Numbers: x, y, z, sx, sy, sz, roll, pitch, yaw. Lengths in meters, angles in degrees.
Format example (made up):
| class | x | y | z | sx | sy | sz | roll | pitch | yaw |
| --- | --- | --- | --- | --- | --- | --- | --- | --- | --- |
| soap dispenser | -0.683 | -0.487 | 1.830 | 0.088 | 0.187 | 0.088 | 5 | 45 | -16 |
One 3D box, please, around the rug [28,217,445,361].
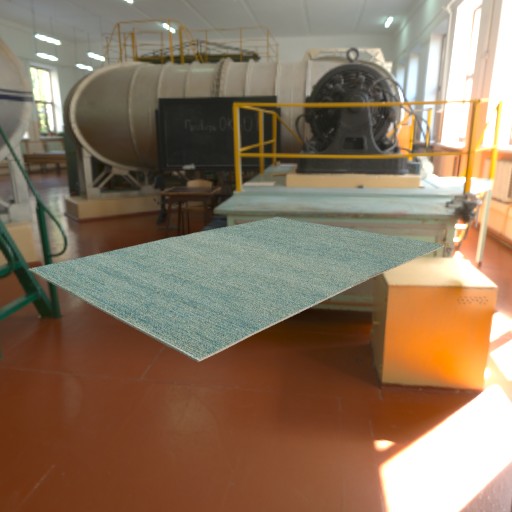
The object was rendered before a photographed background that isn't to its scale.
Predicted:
| class | x | y | z | sx | sy | sz | roll | pitch | yaw |
| --- | --- | --- | --- | --- | --- | --- | --- | --- | --- |
| rug | 0.000 | 0.000 | 2.927 | 1.593 | 0.029 | 2.305 | 15 | 21 | 41 |
